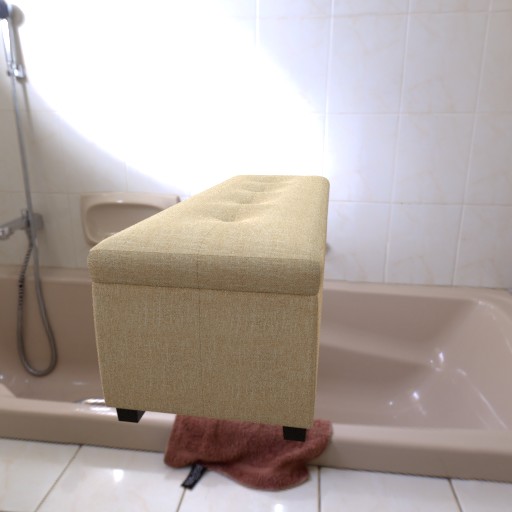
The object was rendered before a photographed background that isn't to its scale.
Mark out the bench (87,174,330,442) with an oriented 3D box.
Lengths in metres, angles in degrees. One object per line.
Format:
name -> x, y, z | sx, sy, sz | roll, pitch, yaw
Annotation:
bench -> 0.000, 0.000, 1.389 | 0.432, 0.406, 1.219 | 3, 17, 9
